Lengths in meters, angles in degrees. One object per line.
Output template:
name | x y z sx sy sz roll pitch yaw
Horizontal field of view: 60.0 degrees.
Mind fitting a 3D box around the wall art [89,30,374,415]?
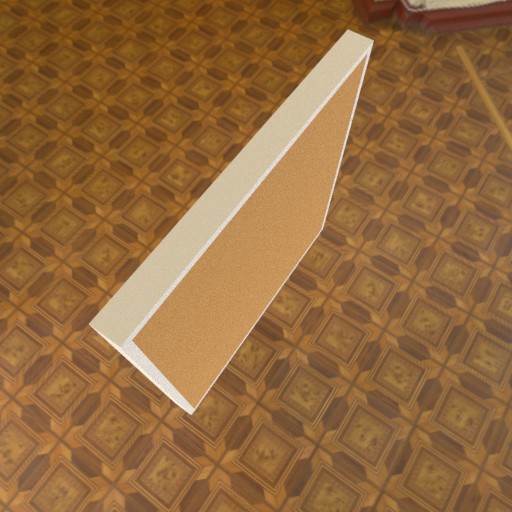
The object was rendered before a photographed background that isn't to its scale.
wall art | 0.000 0.000 0.739 0.040 0.509 0.509 31 68 15
